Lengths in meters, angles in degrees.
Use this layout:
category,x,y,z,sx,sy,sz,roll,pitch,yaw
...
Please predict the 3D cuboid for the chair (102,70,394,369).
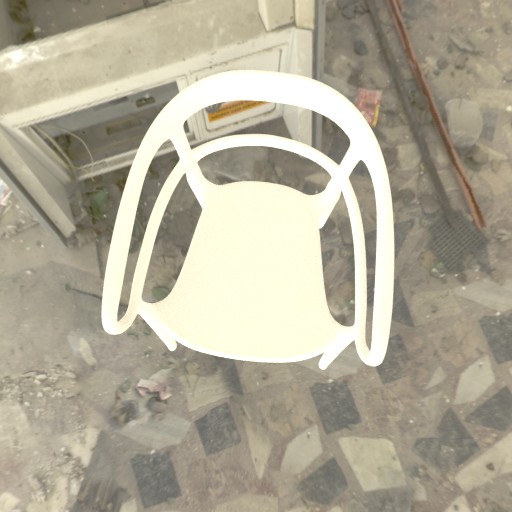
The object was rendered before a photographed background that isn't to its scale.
category,x,y,z,sx,sy,sz,roll,pitch,yaw
chair,0.000,0.000,1.140,0.559,0.761,0.527,7,75,2
